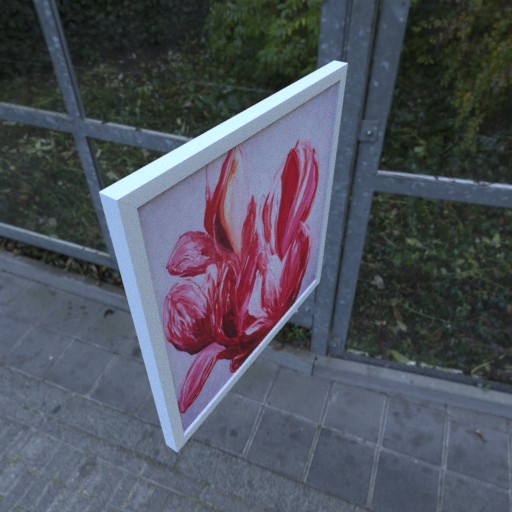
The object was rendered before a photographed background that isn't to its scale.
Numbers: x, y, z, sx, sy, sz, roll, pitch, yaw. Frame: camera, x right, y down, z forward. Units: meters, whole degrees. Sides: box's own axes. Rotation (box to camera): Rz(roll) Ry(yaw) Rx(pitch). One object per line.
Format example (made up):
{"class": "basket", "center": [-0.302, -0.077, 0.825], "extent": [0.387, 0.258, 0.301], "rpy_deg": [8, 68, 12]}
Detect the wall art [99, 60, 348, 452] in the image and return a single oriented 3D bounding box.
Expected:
{"class": "wall art", "center": [0.000, 0.000, 0.674], "extent": [0.023, 0.453, 0.455], "rpy_deg": [24, 46, 26]}
